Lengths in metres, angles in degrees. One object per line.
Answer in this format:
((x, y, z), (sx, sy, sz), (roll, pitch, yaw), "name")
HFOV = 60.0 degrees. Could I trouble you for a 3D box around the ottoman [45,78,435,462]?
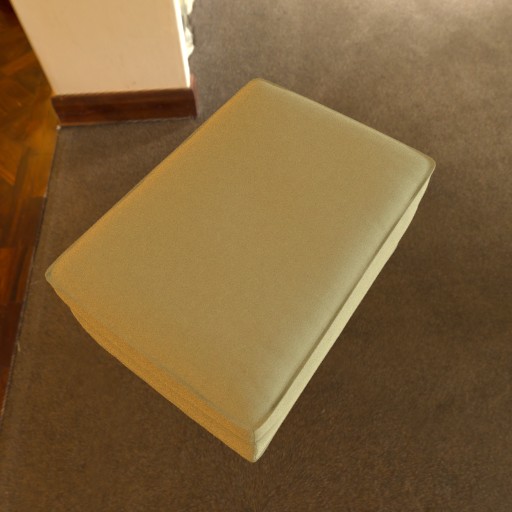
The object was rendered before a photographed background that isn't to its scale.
((0.000, 0.000, 1.221), (0.611, 0.482, 0.848), (32, 64, 17), "ottoman")
